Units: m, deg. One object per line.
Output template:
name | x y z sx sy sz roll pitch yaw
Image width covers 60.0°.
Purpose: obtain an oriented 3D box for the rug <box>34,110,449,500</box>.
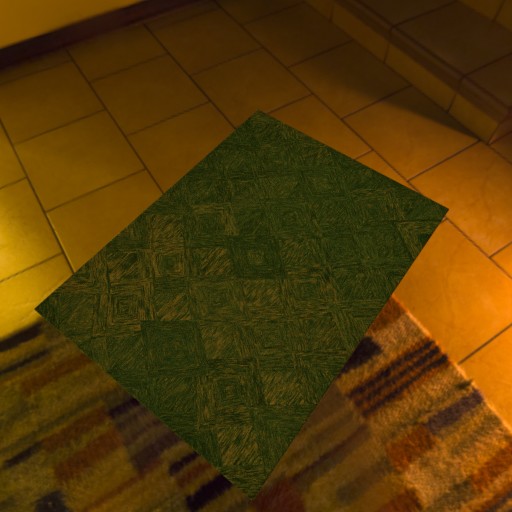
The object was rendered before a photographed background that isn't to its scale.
rug | 0.000 0.000 4.145 2.405 0.027 3.217 33 64 19
